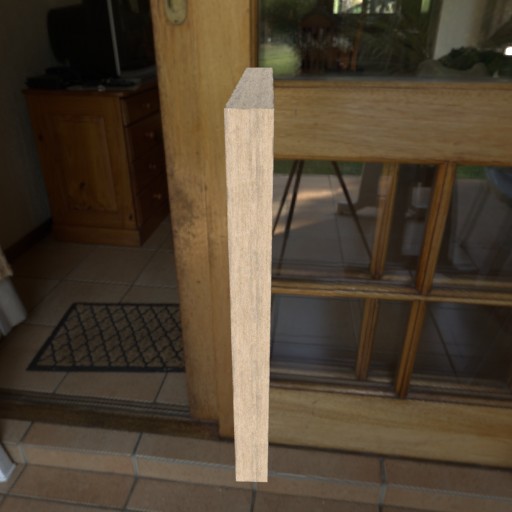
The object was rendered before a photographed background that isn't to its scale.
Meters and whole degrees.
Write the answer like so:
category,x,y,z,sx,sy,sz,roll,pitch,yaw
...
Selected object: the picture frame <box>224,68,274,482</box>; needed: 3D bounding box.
category,x,y,z,sx,sy,sz,roll,pitch,yaw
picture frame,0.000,0.000,0.714,0.046,0.526,0.421,1,28,2
